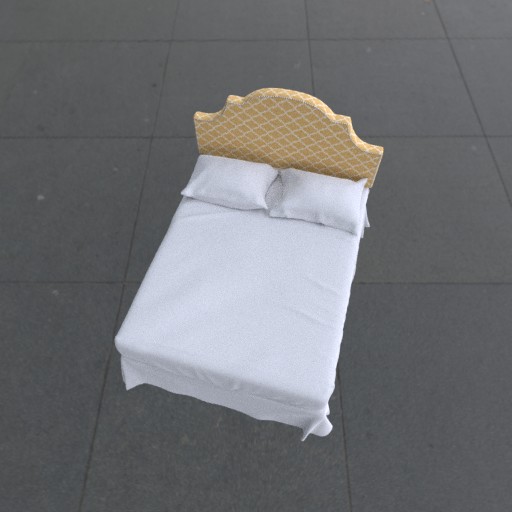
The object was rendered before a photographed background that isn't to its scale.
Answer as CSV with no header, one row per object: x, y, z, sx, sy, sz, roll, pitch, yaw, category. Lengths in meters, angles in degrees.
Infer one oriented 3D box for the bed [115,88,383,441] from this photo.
0.000,0.000,3.470,1.780,1.633,2.222,13,59,8,bed
